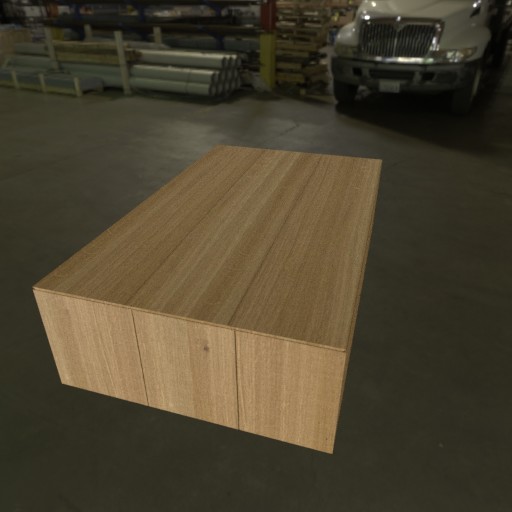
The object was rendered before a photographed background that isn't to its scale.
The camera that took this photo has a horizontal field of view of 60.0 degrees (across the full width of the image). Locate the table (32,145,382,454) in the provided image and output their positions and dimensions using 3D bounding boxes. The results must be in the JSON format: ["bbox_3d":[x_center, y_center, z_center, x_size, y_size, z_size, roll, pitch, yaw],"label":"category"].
[{"bbox_3d":[0.000,0.000,1.423,0.678,0.353,1.110,9,32,15],"label":"table"}]
